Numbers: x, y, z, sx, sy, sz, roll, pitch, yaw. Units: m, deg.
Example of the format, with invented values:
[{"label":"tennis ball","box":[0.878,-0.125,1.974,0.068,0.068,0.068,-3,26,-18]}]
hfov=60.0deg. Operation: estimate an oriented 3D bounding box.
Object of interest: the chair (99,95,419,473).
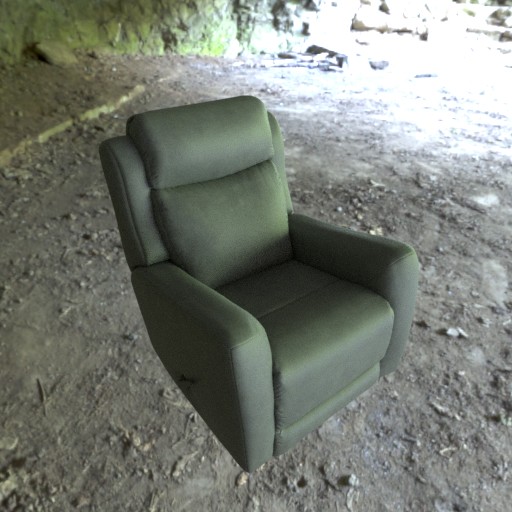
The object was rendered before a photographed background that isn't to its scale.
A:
[{"label":"chair","box":[0.000,0.000,1.899,0.967,1.116,1.068,-22,38,-31]}]
